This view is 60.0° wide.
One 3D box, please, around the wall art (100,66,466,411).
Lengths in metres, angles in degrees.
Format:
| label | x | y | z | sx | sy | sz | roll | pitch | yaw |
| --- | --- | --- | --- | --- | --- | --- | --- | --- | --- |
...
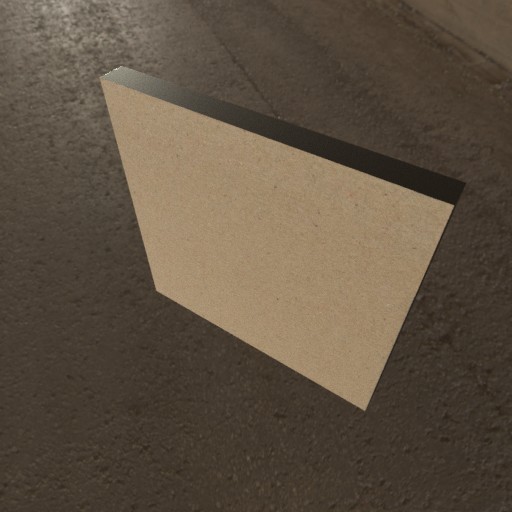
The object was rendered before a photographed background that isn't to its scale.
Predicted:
| label | x | y | z | sx | sy | sz | roll | pitch | yaw |
| --- | --- | --- | --- | --- | --- | --- | --- | --- | --- |
| wall art | 0.000 | 0.000 | 0.474 | 0.327 | 0.318 | 0.029 | 26 | 52 | 22 |
